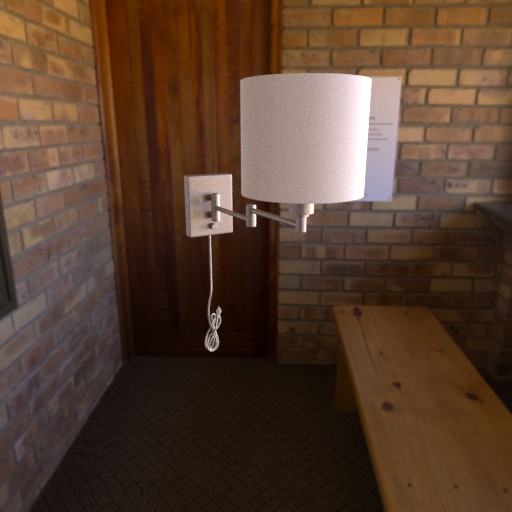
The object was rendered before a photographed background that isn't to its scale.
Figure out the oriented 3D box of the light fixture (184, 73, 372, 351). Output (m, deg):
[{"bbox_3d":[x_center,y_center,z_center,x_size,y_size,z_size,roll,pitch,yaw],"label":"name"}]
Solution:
[{"bbox_3d":[0.000,0.000,0.917,0.203,0.651,0.516,-9,18,-28],"label":"light fixture"}]
